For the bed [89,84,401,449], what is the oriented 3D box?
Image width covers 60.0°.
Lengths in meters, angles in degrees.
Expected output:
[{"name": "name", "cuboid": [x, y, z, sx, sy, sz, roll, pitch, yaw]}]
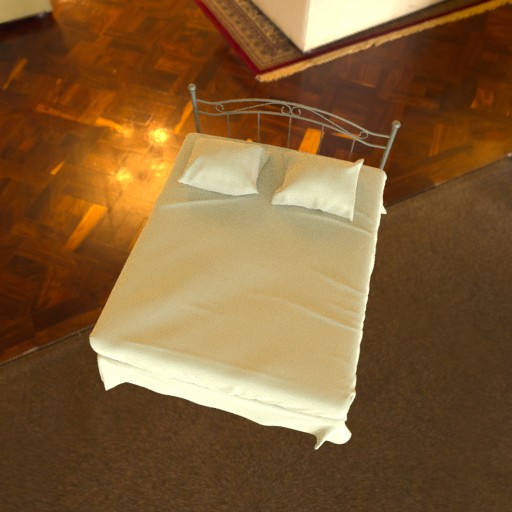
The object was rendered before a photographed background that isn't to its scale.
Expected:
[{"name": "bed", "cuboid": [0.000, 0.000, 3.275, 1.936, 1.080, 2.215, 13, 60, 8]}]
